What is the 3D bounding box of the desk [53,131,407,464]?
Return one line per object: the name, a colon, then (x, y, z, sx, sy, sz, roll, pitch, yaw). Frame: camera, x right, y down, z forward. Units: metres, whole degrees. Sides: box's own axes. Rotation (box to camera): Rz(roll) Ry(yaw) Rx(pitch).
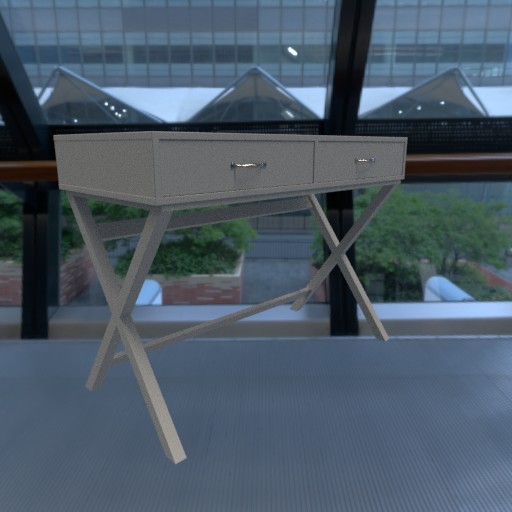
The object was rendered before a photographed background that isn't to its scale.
desk: (0.000, 0.000, 1.500, 1.057, 0.780, 0.525, -13, 19, -43)
